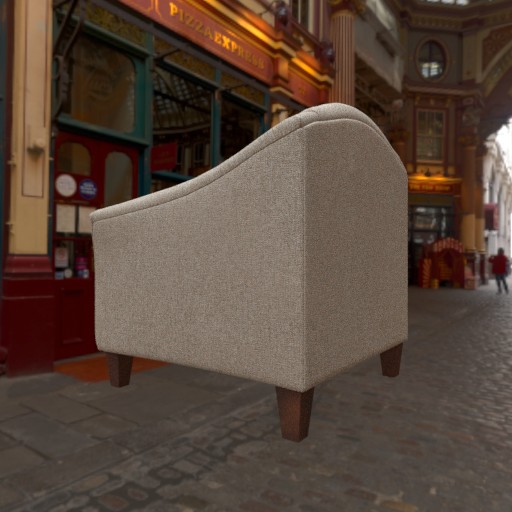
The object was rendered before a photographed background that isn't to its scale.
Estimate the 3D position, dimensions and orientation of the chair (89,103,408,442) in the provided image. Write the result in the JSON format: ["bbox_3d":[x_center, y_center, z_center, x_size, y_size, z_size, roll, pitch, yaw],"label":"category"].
[{"bbox_3d":[0.000,0.000,1.475,0.787,0.839,0.763,0,0,36],"label":"chair"}]
